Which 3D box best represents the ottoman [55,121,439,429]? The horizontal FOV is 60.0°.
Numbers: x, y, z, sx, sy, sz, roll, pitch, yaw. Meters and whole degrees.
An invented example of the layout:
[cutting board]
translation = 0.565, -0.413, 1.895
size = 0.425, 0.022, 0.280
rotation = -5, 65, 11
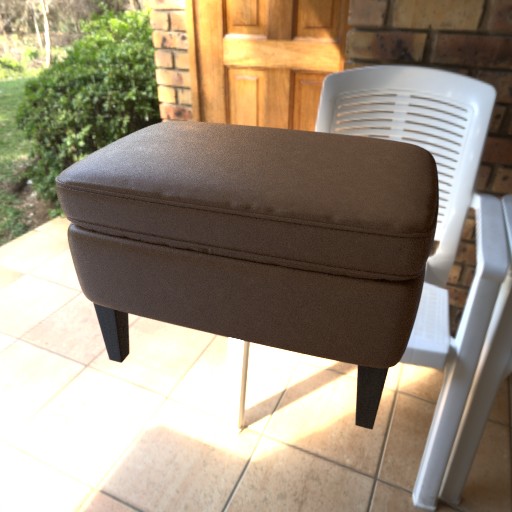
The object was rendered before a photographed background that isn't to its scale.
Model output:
[ottoman]
translation = 0.000, 0.000, 0.960
size = 0.670, 0.480, 0.420
rotation = 10, 33, 16
